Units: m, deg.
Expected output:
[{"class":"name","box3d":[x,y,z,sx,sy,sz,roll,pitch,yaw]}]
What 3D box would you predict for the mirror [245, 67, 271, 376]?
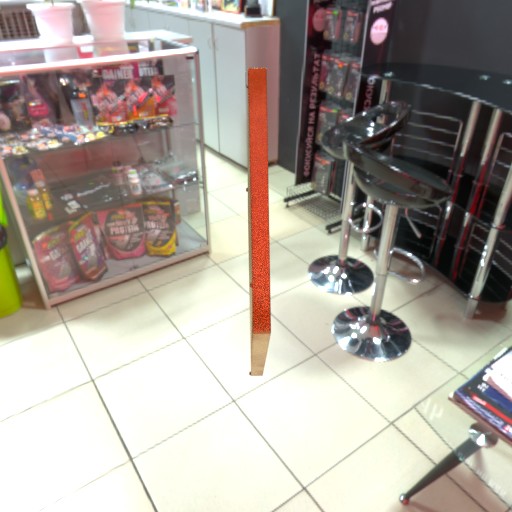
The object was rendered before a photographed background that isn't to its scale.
[{"class":"mirror","box3d":[0.000,0.000,0.853,0.032,0.679,0.419,-1,34,-2]}]
